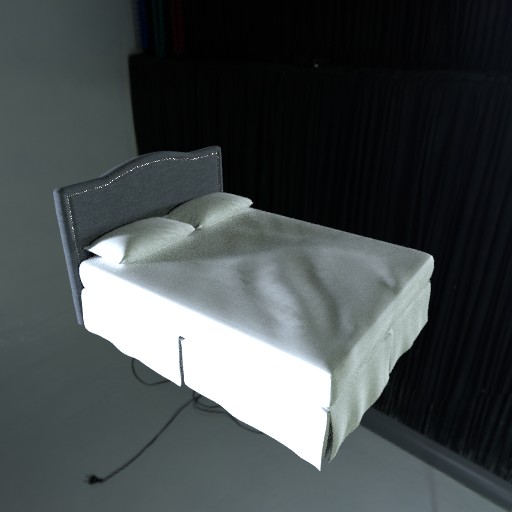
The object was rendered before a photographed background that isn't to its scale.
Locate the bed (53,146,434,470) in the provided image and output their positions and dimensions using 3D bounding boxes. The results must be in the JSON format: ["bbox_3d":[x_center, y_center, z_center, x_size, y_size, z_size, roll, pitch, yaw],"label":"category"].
[{"bbox_3d":[0.000,0.000,3.947,2.689,1.457,2.161,18,31,32],"label":"bed"}]
